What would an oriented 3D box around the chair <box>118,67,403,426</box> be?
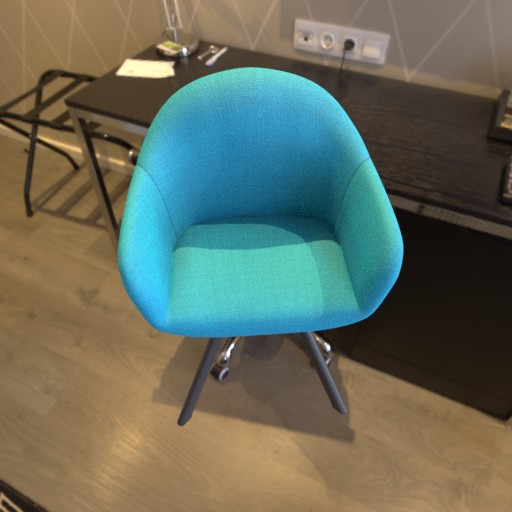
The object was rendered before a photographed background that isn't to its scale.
[{"bbox_3d":[0.000,0.000,1.178,0.590,0.795,0.550,-3,46,-3],"label":"chair"}]
